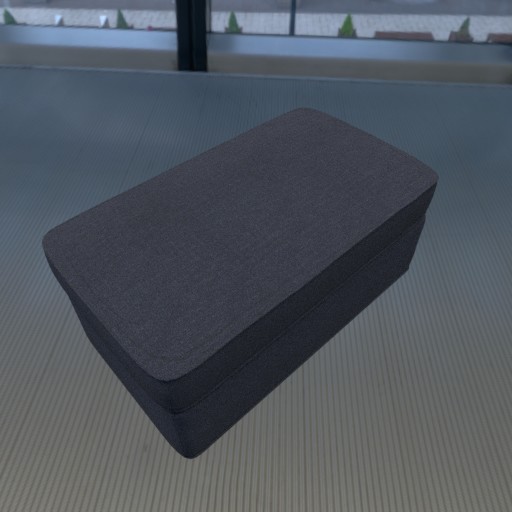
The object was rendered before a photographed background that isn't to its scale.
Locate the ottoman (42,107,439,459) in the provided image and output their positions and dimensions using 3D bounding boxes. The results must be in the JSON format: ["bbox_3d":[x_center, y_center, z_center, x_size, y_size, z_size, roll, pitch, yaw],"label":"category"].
[{"bbox_3d":[0.000,0.000,1.191,0.895,0.453,0.505,-34,56,-28],"label":"ottoman"}]
